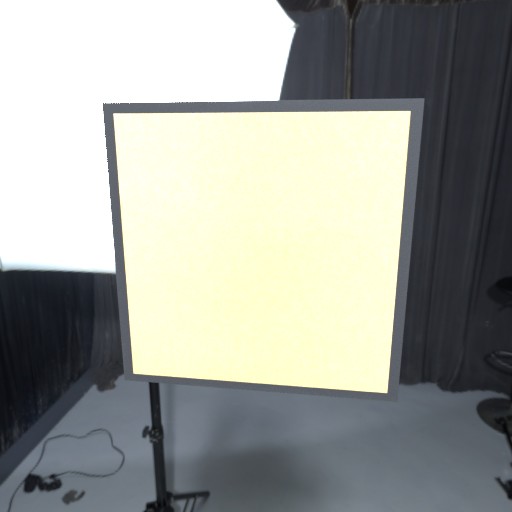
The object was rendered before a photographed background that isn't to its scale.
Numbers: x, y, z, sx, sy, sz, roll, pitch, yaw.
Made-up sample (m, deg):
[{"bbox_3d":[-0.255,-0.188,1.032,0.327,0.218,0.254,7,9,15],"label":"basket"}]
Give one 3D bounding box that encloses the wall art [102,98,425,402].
[{"bbox_3d":[0.000,0.000,1.150,0.762,0.760,0.037,2,15,8],"label":"wall art"}]
